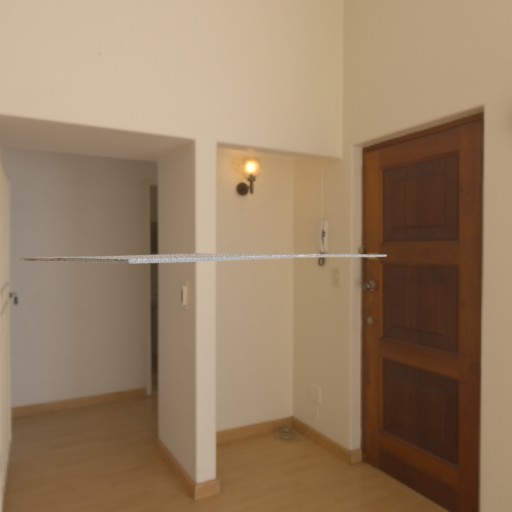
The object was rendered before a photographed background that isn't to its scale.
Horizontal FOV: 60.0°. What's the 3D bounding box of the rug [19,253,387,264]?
[{"bbox_3d":[0.000,0.000,2.525,0.692,0.032,2.320,0,1,36],"label":"rug"}]
